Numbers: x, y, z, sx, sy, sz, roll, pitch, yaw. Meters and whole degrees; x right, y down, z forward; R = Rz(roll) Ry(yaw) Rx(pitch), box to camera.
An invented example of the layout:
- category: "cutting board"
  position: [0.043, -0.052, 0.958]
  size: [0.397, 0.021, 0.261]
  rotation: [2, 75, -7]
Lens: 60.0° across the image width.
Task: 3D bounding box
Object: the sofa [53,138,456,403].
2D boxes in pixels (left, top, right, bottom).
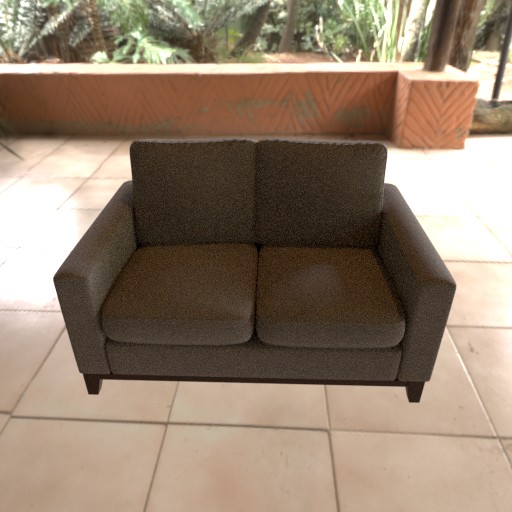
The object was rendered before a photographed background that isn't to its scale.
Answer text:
- category: "sofa"
  position: [0.000, 0.000, 1.972]
  size: [1.420, 0.873, 0.917]
  rotation: [1, 31, 2]
